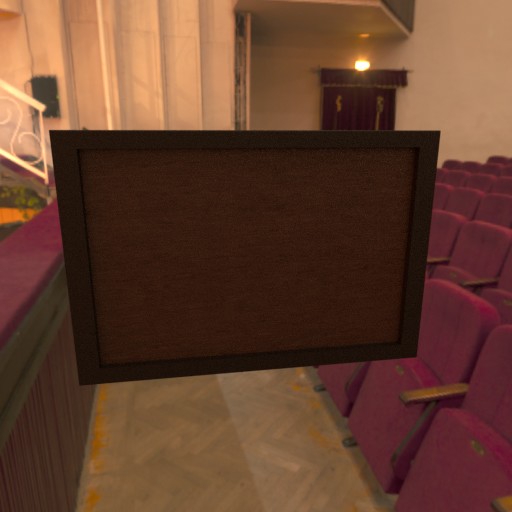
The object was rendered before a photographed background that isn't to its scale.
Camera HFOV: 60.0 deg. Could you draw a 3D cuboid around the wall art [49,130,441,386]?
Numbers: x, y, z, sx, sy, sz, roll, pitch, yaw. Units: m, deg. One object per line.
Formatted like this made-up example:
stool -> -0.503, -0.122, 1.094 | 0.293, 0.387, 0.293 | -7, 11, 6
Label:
wall art -> 0.000, 0.000, 0.835 | 0.671, 0.456, 0.051 | -2, 16, -9
